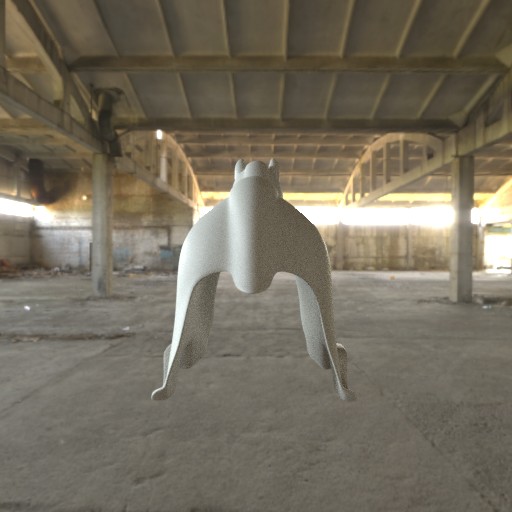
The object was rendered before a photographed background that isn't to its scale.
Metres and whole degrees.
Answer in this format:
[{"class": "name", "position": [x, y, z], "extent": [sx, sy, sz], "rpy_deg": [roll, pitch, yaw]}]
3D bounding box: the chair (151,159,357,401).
[{"class": "chair", "position": [0.000, 0.000, 1.142], "extent": [0.429, 0.612, 0.800], "rpy_deg": [0, 0, 1]}]
